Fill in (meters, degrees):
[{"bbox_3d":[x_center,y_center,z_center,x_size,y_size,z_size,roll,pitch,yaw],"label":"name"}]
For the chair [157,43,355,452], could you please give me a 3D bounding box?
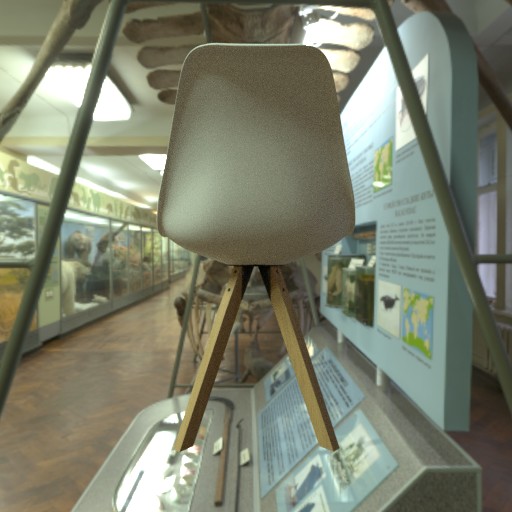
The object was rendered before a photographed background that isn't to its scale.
[{"bbox_3d":[0.000,0.000,1.141,0.485,0.849,0.550,0,1,-1],"label":"chair"}]
